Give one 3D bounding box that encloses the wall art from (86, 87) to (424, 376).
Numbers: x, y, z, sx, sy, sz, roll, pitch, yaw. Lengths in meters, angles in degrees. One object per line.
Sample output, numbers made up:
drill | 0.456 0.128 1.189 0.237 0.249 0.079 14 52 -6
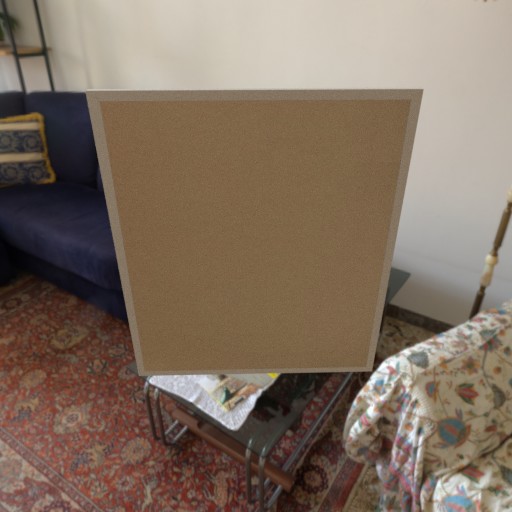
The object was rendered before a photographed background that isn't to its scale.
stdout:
wall art | 0.000 0.000 0.778 0.482 0.557 0.012 -1 31 -1
